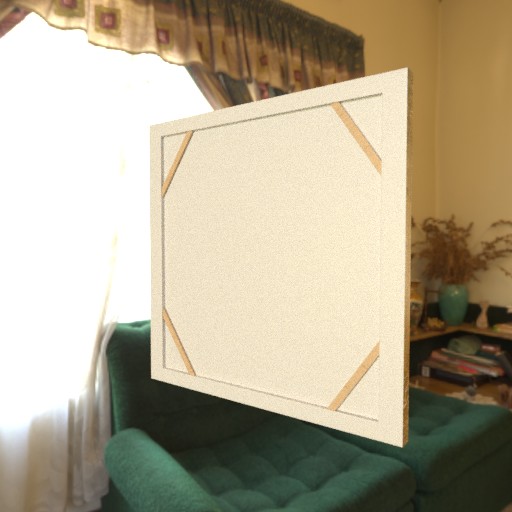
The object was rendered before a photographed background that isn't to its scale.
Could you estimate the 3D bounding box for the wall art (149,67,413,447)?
[{"bbox_3d":[0.000,0.000,1.610,1.092,1.091,0.051,2,3,36],"label":"wall art"}]
